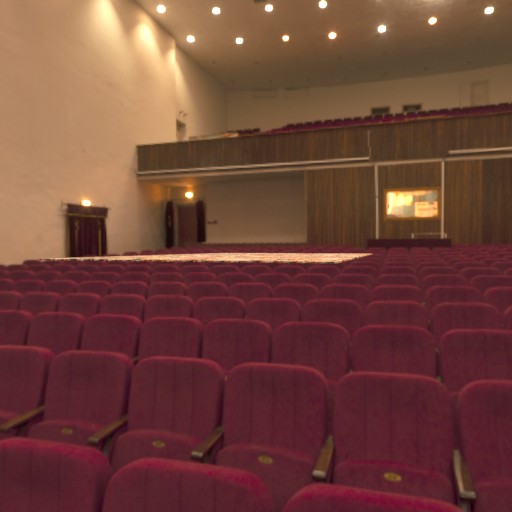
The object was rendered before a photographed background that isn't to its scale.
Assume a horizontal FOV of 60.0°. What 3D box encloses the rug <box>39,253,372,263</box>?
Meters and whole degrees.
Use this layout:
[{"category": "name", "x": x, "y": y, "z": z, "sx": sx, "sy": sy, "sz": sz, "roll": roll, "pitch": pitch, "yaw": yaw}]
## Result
[{"category": "rug", "x": 0.000, "y": 0.000, "z": 3.266, "sx": 1.523, "sy": 0.010, "sz": 2.584, "roll": 0, "pitch": 1, "yaw": 18}]
